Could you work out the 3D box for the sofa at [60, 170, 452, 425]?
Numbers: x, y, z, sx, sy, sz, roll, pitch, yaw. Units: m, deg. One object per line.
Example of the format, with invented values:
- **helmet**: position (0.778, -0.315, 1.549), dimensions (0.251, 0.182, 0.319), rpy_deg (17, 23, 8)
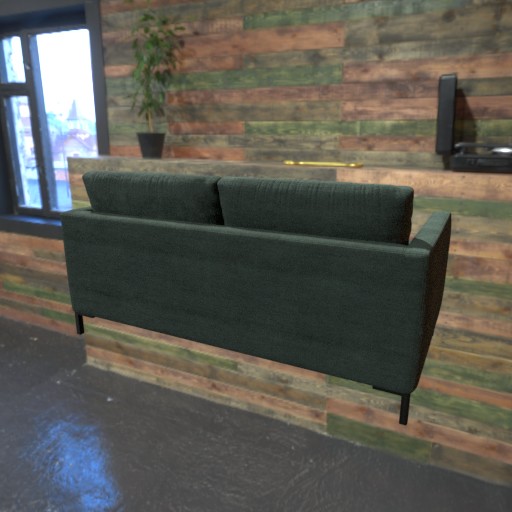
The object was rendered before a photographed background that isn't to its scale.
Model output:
- **sofa**: position (0.000, 0.000, 2.146), dimensions (1.676, 0.817, 0.875), rpy_deg (8, 17, 26)
